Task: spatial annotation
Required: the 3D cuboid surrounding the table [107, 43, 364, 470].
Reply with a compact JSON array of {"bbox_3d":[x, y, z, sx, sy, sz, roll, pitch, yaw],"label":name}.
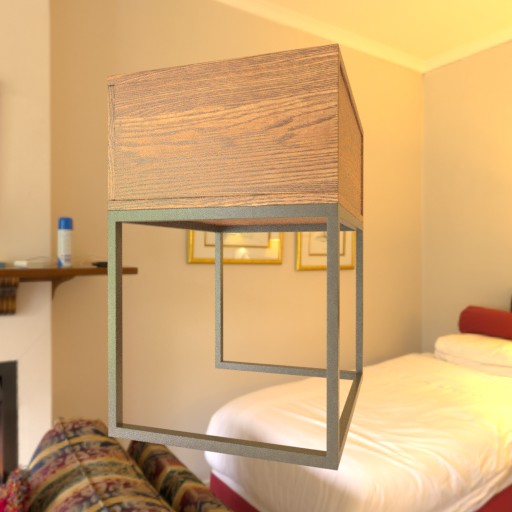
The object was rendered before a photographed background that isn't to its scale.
[{"bbox_3d":[0.000,0.000,0.922,0.400,0.610,0.482,0,1,18],"label":"table"}]
